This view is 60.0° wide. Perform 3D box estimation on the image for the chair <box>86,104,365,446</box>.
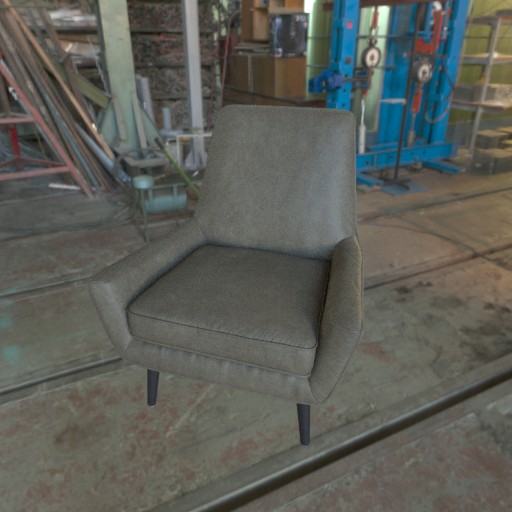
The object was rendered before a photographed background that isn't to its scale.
[{"bbox_3d":[0.000,0.000,1.510,0.787,0.888,0.824,8,27,16],"label":"chair"}]
